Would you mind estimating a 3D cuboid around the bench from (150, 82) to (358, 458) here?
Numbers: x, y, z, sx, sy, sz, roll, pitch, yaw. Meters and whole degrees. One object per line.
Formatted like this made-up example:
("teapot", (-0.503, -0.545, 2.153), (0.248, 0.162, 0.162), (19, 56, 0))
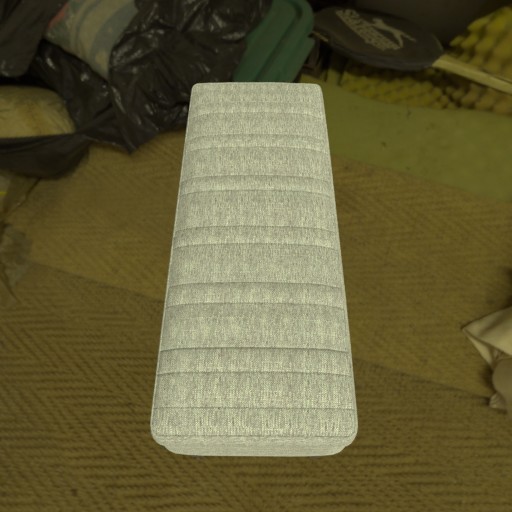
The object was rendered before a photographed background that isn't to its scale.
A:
("bench", (0.000, 0.000, 1.314), (0.429, 0.470, 1.100), (0, 59, 0))
